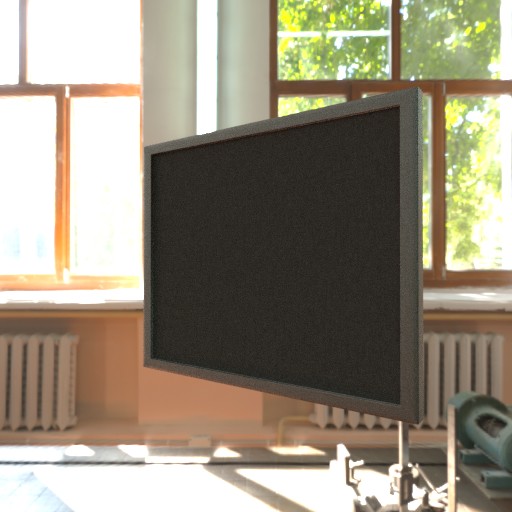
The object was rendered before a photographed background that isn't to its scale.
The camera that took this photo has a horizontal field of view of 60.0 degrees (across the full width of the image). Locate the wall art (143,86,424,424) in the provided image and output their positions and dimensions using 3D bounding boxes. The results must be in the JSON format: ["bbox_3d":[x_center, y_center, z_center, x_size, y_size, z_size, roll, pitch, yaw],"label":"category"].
[{"bbox_3d":[0.000,0.000,0.769,0.556,0.457,0.028,0,-1,35],"label":"wall art"}]
